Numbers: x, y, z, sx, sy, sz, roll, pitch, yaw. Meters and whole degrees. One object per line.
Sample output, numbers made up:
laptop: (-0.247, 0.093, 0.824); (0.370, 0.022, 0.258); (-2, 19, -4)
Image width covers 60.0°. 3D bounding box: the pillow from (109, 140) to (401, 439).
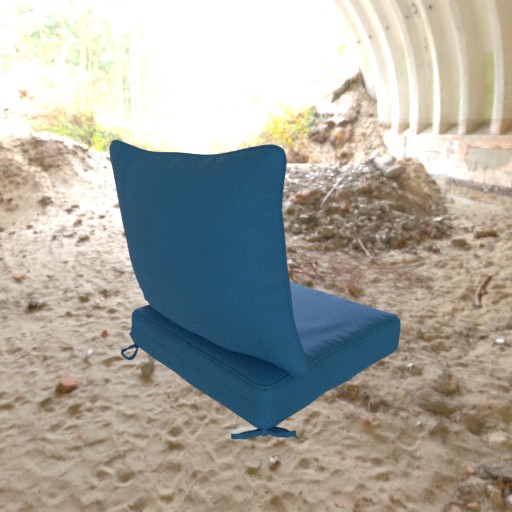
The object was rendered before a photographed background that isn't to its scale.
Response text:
pillow: (0.000, 0.000, 1.432); (0.733, 0.725, 0.798); (-14, 21, -41)
